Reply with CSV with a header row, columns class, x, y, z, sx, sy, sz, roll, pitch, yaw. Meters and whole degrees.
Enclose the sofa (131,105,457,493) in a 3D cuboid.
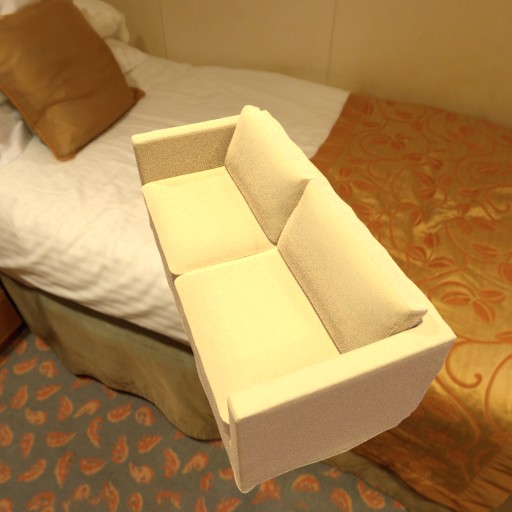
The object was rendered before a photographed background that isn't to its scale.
class,x,y,z,sx,sy,sz,roll,pitch,yaw
sofa,0.000,0.000,2.441,0.940,0.870,1.987,-16,48,-15
